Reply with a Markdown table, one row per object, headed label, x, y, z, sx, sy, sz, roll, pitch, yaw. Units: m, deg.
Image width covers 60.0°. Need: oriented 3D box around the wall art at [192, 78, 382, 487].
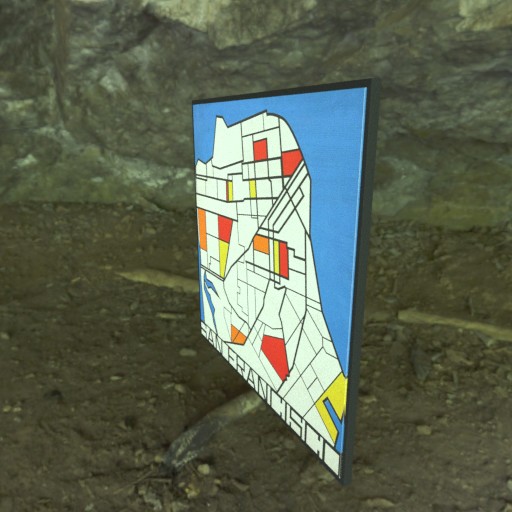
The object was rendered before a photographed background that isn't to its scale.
| label | x | y | z | sx | sy | sz | roll | pitch | yaw |
| --- | --- | --- | --- | --- | --- | --- | --- | --- | --- |
| wall art | 0.000 | 0.000 | 0.661 | 0.013 | 0.457 | 0.458 | -9 | 19 | -27 |
